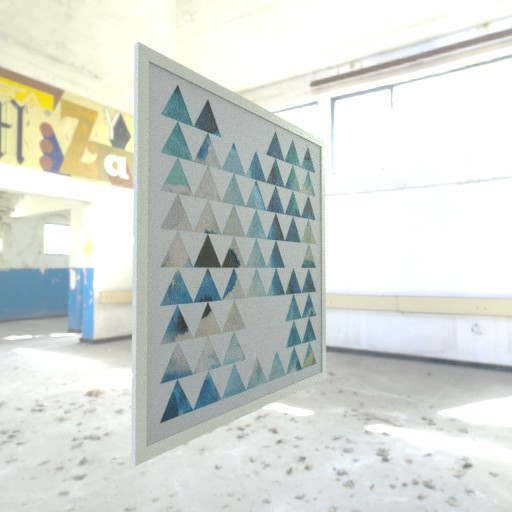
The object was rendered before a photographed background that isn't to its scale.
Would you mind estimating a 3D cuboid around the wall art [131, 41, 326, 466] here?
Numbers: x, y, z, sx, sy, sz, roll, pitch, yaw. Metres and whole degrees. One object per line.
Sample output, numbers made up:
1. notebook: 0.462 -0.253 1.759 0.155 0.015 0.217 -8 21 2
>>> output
1. wall art: 0.000 0.000 1.179 0.012 0.809 0.809 -1 -2 35
